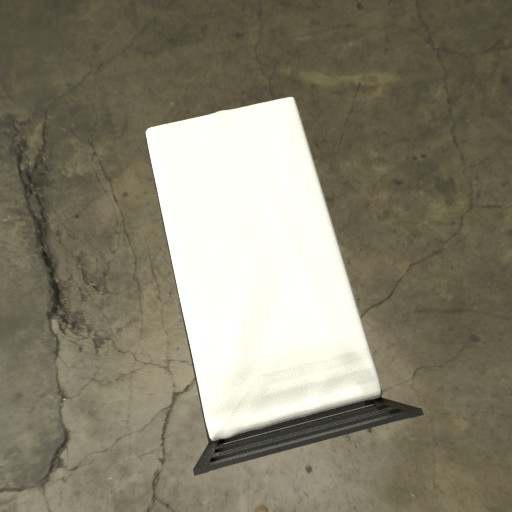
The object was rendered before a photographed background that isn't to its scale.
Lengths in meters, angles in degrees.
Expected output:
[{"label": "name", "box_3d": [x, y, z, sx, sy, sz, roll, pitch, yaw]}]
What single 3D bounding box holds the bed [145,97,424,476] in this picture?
[{"label": "bed", "box_3d": [0.000, 0.000, 2.530, 0.991, 0.967, 1.930, -13, 77, -3]}]
